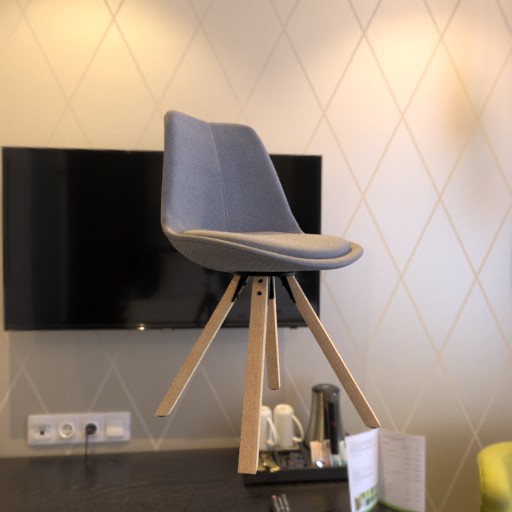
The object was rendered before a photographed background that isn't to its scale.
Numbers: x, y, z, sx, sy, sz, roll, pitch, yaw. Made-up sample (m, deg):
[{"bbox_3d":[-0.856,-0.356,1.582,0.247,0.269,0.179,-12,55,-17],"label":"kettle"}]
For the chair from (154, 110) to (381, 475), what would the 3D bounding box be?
[{"bbox_3d":[0.000,0.000,1.187,0.474,0.863,0.549,0,1,-36],"label":"chair"}]
